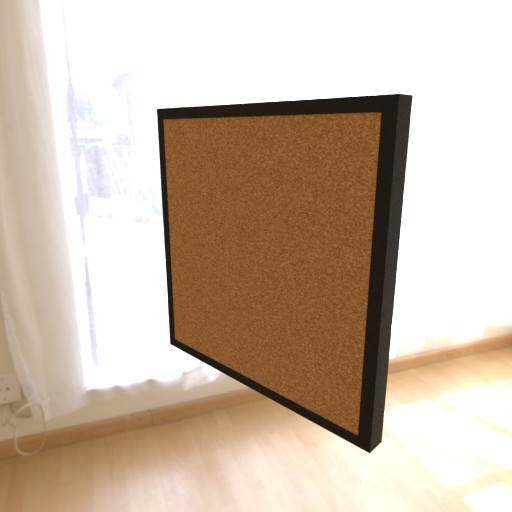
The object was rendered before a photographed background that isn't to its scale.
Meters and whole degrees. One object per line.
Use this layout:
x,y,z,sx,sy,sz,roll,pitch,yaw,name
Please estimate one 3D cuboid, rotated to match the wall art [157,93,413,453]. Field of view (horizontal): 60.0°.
0.000,0.000,0.772,0.506,0.503,0.036,15,21,42,wall art
